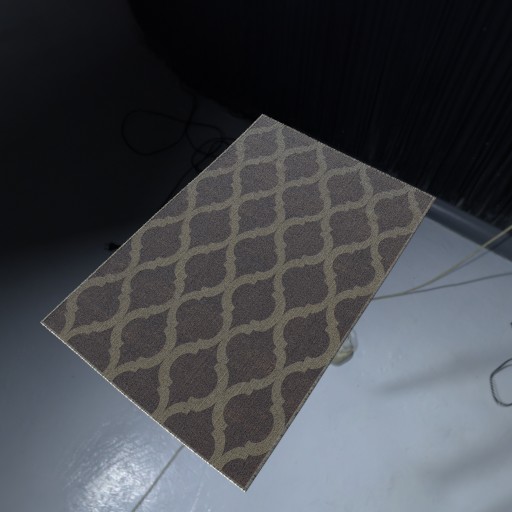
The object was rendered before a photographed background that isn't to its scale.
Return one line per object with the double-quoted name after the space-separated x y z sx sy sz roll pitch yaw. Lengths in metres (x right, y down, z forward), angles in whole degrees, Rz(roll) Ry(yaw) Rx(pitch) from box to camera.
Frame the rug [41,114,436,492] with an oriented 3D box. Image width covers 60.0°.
0.000 0.000 2.878 1.522 0.008 2.284 31 63 18 "rug"
